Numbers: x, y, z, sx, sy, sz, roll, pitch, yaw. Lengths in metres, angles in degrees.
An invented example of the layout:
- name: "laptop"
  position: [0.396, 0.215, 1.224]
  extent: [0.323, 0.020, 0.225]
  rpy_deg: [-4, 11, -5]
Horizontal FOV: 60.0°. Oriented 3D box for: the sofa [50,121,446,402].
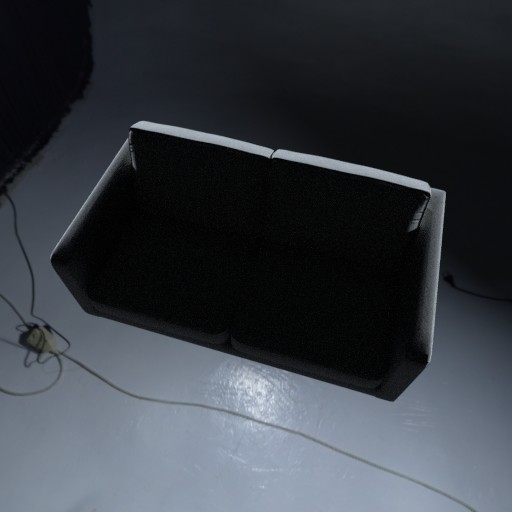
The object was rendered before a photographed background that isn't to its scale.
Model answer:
- name: "sofa"
  position: [0.000, 0.000, 2.356]
  extent: [1.731, 0.900, 1.000]
  rpy_deg: [14, 58, 9]
